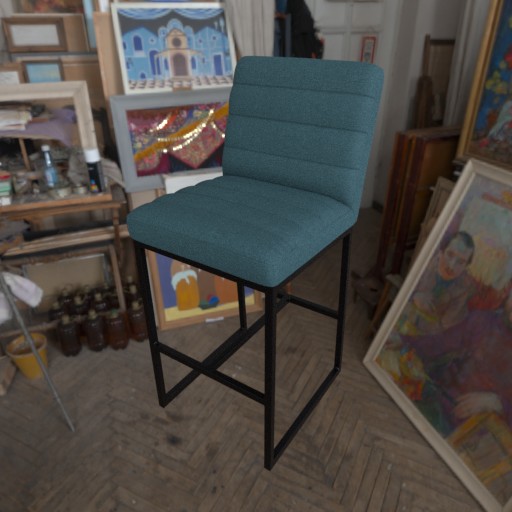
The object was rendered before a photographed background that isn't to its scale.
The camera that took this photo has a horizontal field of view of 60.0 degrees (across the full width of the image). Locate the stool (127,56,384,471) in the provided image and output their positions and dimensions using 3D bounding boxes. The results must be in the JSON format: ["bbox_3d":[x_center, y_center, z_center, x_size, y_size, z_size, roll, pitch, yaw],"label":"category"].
[{"bbox_3d":[0.000,0.000,1.310,0.460,1.040,0.560,18,33,29],"label":"stool"}]
